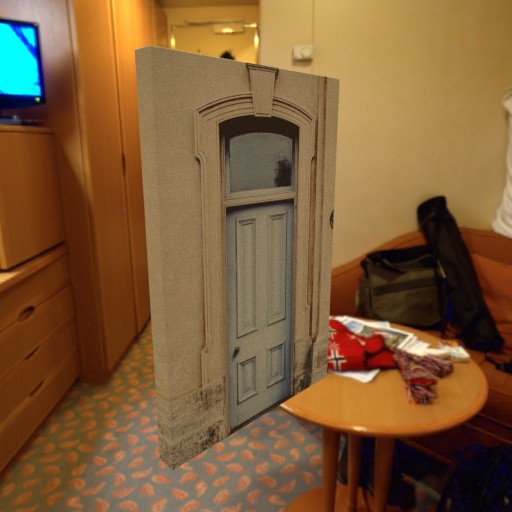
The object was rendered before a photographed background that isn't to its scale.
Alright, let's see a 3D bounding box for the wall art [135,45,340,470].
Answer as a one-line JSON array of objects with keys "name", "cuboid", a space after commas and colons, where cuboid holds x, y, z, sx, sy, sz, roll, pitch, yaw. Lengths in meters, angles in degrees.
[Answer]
[{"name": "wall art", "cuboid": [0.000, 0.000, 0.764, 0.036, 0.607, 0.403, 14, 20, 43]}]
